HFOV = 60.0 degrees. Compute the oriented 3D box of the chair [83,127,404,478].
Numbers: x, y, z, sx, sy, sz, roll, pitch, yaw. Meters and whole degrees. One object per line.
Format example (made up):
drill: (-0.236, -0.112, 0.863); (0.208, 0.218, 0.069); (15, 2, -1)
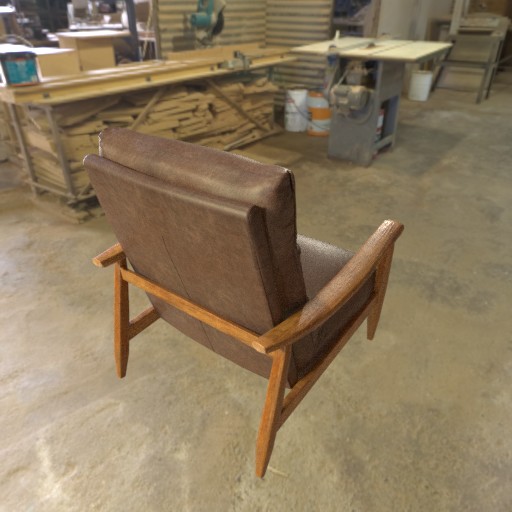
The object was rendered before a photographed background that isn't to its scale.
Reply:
chair: (0.000, 0.000, 1.520); (0.782, 0.897, 0.830); (21, 37, 31)
